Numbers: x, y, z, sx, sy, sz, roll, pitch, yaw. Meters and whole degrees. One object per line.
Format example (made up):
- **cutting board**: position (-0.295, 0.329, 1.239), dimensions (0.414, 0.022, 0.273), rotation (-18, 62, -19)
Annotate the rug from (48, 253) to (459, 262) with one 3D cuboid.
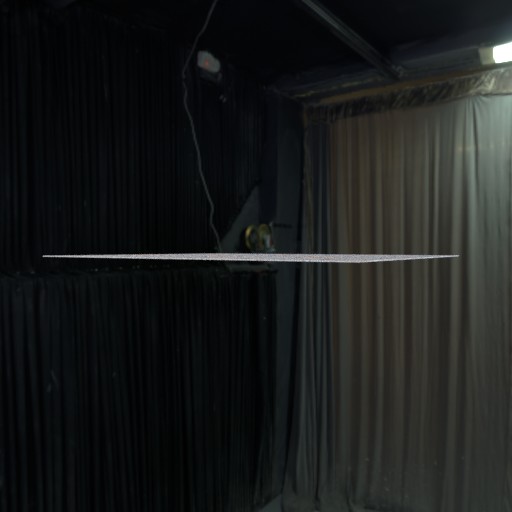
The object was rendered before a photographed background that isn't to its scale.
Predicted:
- **rug**: position (0.000, 0.000, 4.131), dimensions (3.035, 0.008, 2.425), rotation (1, 1, 36)
